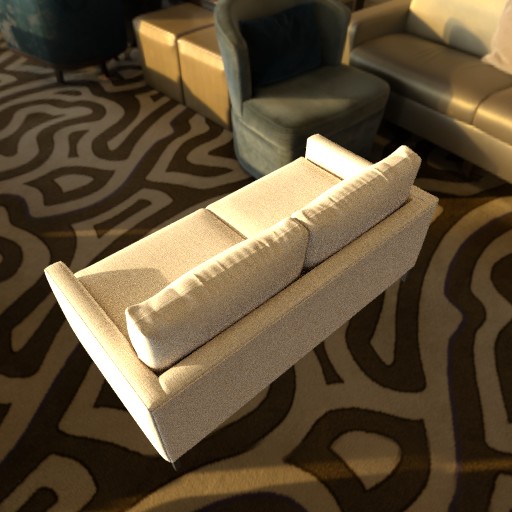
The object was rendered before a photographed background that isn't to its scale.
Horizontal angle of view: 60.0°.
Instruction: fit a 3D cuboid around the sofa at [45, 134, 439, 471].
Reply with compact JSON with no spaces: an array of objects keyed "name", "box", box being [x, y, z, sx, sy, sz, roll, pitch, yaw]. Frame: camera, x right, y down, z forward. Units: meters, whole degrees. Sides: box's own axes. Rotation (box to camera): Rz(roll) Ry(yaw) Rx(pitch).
[{"name":"sofa","box":[0.000,0.000,2.087,1.651,0.812,0.839,-32,53,-28]}]
